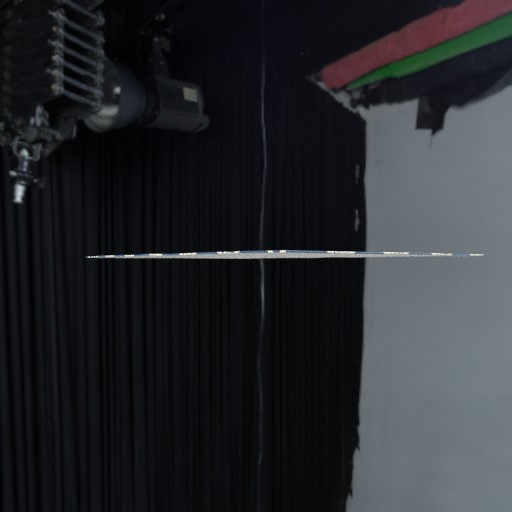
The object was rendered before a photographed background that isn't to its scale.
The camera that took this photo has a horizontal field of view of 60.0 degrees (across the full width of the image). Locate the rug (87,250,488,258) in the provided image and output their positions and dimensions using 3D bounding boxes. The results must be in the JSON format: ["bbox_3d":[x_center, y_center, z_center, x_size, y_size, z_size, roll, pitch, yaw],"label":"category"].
[{"bbox_3d":[0.000,0.000,2.213,1.153,0.010,1.755,1,-1,-38],"label":"rug"}]
